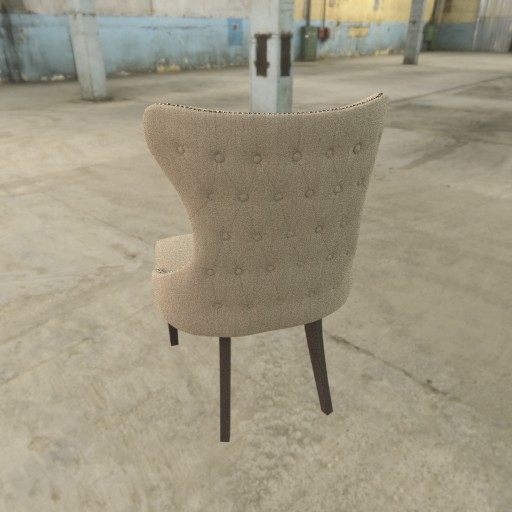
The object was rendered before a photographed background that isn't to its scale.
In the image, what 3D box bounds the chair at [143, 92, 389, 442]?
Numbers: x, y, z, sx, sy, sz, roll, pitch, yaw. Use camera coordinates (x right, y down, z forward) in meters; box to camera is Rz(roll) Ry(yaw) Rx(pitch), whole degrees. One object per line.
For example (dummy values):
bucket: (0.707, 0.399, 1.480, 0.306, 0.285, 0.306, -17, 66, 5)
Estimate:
chair: (0.000, 0.000, 1.362, 0.628, 0.967, 0.635, -8, 28, -17)
